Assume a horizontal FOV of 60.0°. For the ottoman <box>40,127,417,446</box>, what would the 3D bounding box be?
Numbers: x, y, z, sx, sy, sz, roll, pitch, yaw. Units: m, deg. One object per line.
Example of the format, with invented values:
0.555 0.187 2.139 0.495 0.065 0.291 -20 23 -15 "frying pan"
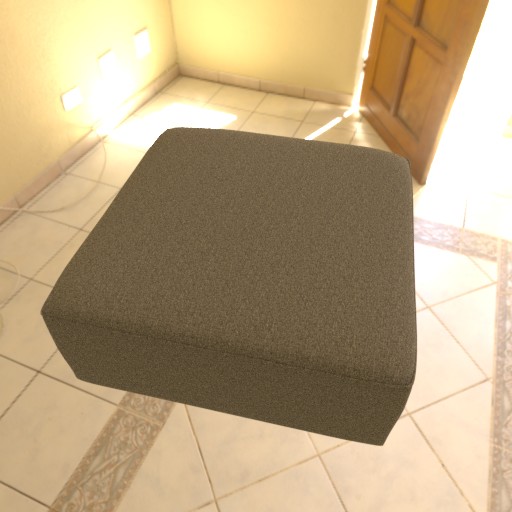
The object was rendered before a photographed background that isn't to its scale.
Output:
0.000 0.000 1.576 1.015 0.464 1.005 9 47 9 "ottoman"
